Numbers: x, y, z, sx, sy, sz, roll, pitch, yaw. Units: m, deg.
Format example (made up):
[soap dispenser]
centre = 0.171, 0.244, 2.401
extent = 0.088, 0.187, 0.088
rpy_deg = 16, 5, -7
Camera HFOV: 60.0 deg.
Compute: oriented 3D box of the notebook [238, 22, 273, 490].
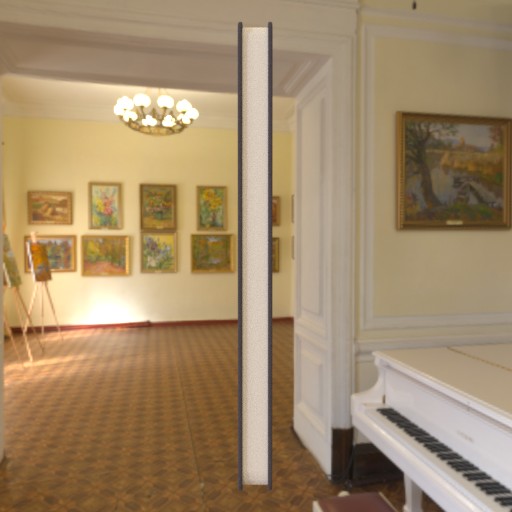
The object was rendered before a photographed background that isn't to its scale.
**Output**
[notebook]
centre = 0.000, 0.000, 0.258
extent = 0.016, 0.213, 0.127
rpy_deg = 0, 1, 0
